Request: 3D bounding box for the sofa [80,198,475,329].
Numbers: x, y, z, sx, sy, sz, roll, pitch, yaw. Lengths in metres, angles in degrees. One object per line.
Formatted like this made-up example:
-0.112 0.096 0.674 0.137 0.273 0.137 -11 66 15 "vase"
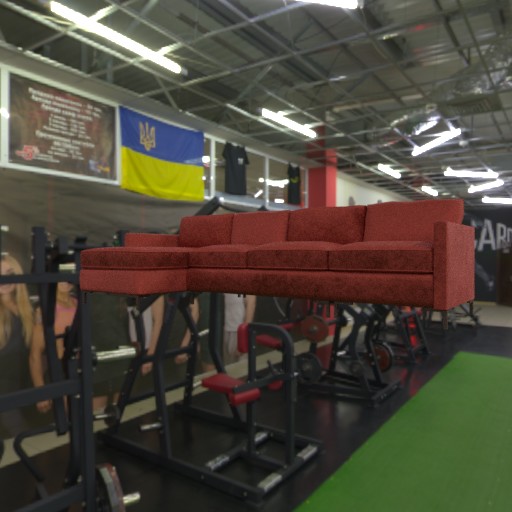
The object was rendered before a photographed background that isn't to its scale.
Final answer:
0.000 0.000 4.066 3.400 0.967 1.500 0 1 37 "sofa"
